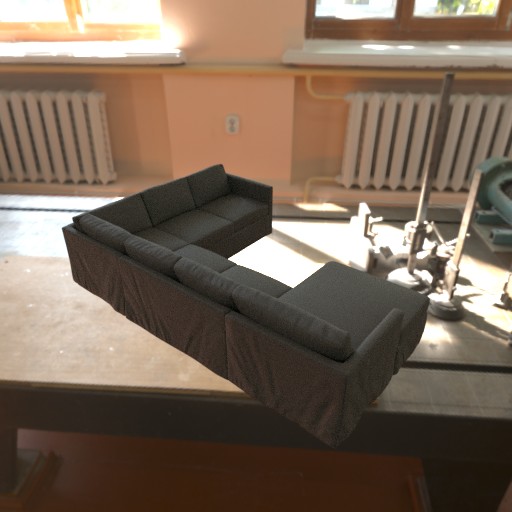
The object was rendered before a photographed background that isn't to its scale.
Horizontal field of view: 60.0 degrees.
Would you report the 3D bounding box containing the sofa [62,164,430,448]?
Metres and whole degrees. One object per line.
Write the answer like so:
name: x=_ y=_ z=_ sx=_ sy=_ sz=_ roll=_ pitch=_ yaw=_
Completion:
sofa: x=0.000 y=0.000 z=4.728 sx=3.528 sy=0.878 sz=2.476 roll=22 pitch=36 yaw=33
